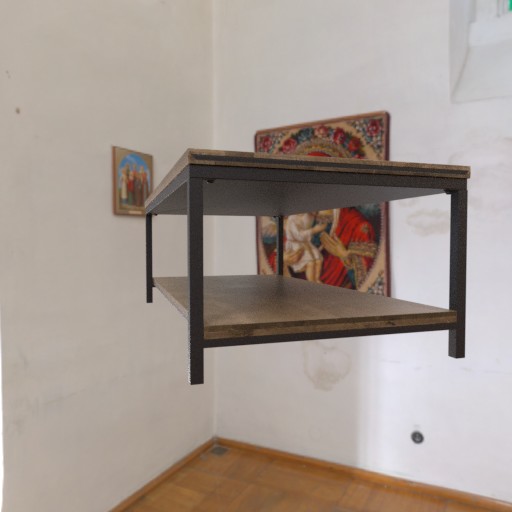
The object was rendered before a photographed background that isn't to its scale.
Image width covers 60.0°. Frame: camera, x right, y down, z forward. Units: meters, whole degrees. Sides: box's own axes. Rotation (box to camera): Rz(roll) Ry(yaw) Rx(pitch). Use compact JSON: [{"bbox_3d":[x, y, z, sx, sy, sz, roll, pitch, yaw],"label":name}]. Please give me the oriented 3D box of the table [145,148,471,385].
[{"bbox_3d":[0.000,0.000,1.323,0.574,0.393,1.062,-1,2,-18],"label":"table"}]
